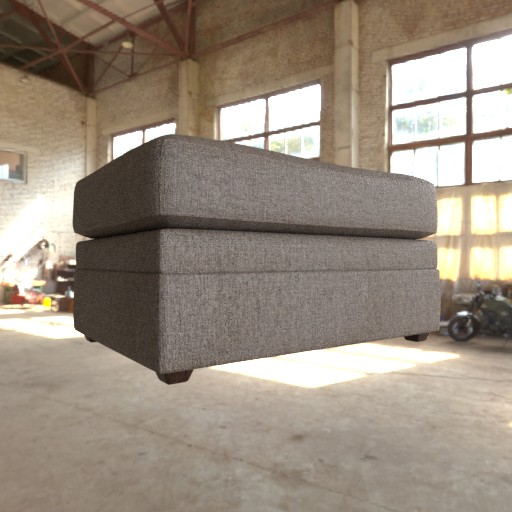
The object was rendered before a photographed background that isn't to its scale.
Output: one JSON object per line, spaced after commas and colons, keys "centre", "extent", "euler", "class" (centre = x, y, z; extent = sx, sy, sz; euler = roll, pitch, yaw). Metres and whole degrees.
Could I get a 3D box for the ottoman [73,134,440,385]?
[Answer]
{"centre": [0.000, 0.000, 1.252], "extent": [0.885, 0.478, 0.637], "euler": [0, -1, -35], "class": "ottoman"}
